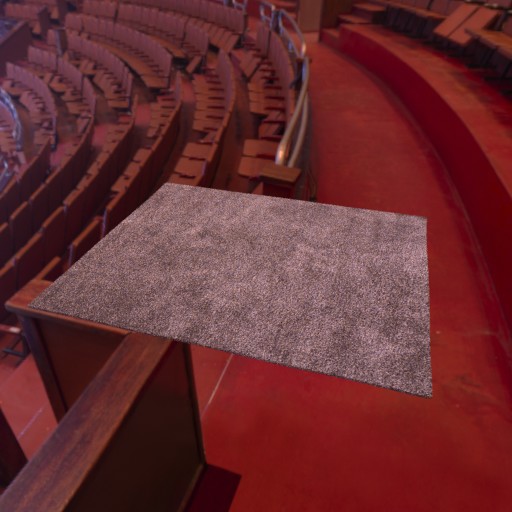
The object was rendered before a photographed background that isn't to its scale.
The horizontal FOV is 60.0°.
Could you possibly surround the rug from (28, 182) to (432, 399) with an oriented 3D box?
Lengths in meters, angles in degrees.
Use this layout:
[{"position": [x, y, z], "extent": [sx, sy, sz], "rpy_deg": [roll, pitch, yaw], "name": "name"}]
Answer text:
[{"position": [0.000, 0.000, 4.043], "extent": [3.000, 0.025, 2.401], "rpy_deg": [10, 35, 14], "name": "rug"}]
